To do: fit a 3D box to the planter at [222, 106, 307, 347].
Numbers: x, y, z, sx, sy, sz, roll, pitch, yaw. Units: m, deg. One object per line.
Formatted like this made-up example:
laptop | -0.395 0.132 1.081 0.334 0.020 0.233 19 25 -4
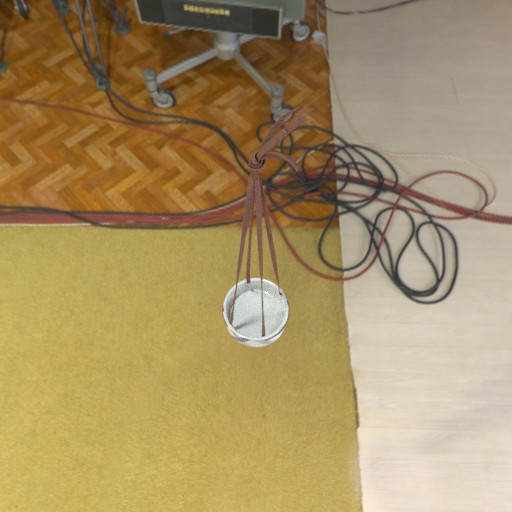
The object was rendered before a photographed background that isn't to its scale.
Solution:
planter | 0.000 0.000 0.830 0.166 0.751 0.166 -35 69 -16
